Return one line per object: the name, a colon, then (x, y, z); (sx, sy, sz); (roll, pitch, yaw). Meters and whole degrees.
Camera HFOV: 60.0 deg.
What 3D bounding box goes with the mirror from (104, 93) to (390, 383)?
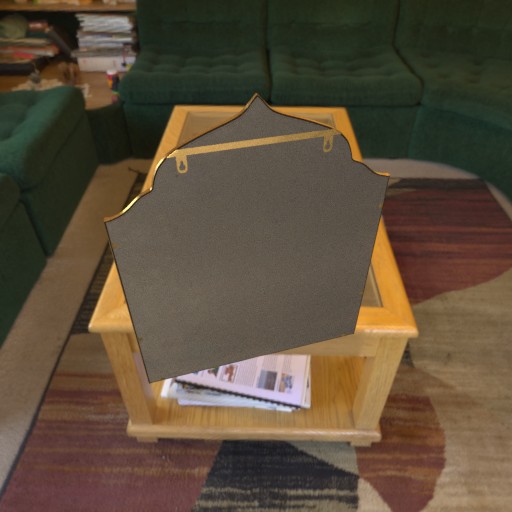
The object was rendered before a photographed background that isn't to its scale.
mirror: (0.000, 0.000, 0.859); (0.513, 0.635, 0.018); (-11, 42, -12)
